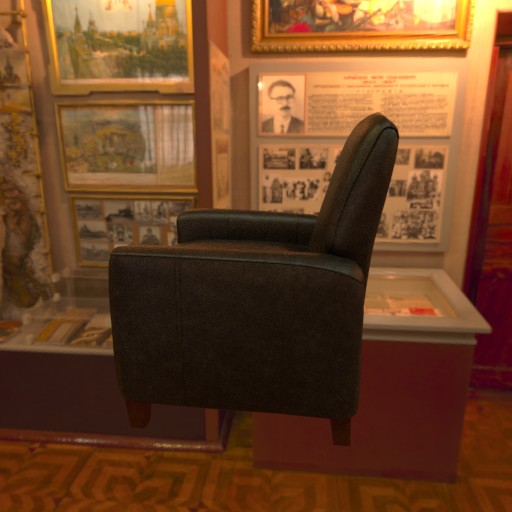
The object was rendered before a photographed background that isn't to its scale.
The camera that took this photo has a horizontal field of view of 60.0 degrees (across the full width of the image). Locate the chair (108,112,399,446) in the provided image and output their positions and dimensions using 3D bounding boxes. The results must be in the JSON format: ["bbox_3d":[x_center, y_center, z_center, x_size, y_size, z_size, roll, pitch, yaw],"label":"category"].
[{"bbox_3d":[0.000,0.000,1.655,0.864,1.014,0.848,2,15,7],"label":"chair"}]
